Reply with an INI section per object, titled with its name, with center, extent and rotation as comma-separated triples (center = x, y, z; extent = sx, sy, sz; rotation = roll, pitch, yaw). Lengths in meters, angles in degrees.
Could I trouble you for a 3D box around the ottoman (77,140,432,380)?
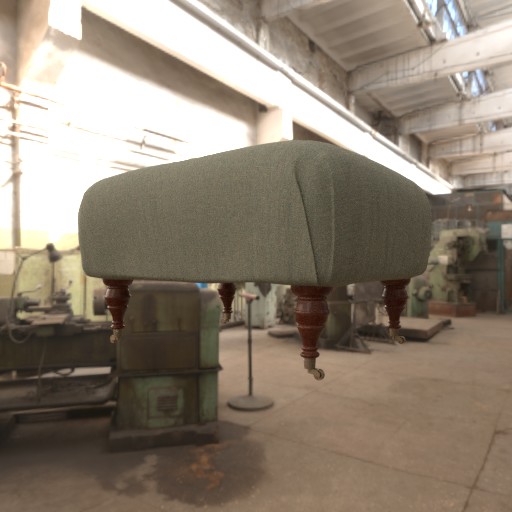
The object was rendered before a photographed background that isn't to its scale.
[ottoman]
center = 0.000, 0.000, 1.135
extent = 0.747, 0.450, 0.622
rotation = -1, -1, 37
